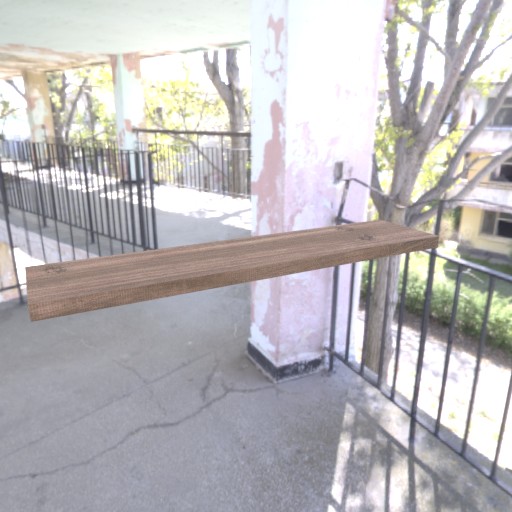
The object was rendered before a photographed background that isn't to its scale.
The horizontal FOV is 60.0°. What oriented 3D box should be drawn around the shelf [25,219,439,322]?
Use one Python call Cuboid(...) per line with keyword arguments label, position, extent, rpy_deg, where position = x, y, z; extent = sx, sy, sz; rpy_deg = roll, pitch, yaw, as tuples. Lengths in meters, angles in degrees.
Cuboid(label="shelf", position=(0.000, 0.000, 0.659), extent=(0.610, 0.020, 0.140), rpy_deg=(-9, 19, -26))
